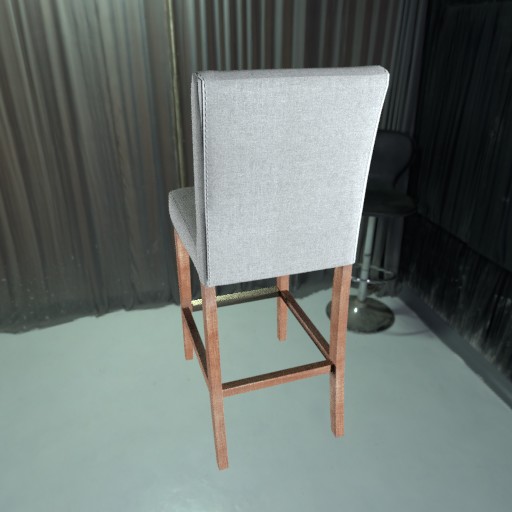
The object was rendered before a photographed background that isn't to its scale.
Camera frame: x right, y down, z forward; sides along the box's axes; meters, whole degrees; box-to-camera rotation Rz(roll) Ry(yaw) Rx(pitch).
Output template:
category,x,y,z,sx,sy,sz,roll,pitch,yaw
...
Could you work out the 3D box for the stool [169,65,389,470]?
category,x,y,z,sx,sy,sz,roll,pitch,yaw
stool,0.000,0.000,1.348,0.439,1.088,0.570,-8,28,-16
